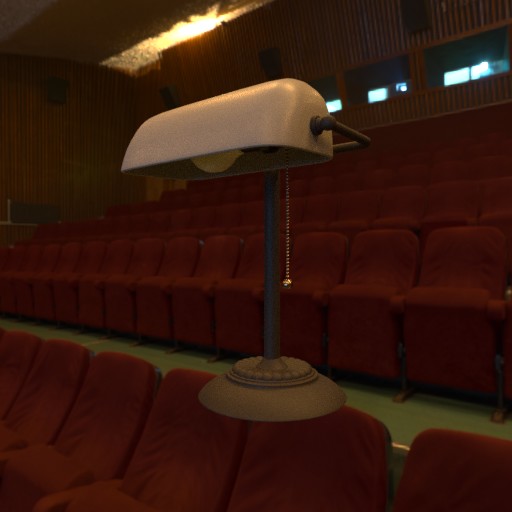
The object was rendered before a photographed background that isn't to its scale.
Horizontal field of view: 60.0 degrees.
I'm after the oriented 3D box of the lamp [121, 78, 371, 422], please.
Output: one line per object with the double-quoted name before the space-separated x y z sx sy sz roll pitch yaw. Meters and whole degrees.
"lamp" 0.000 0.000 0.516 0.264 0.339 0.243 0 1 38
